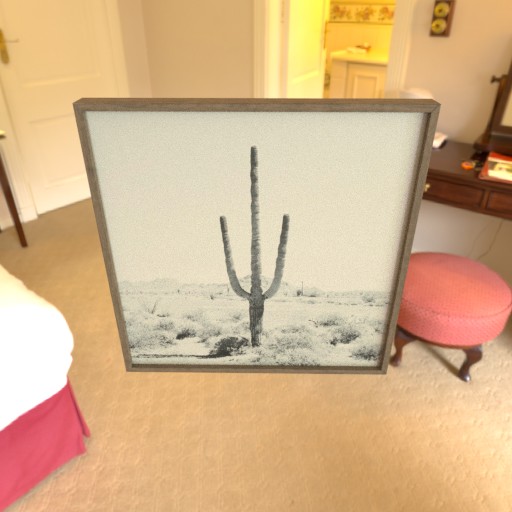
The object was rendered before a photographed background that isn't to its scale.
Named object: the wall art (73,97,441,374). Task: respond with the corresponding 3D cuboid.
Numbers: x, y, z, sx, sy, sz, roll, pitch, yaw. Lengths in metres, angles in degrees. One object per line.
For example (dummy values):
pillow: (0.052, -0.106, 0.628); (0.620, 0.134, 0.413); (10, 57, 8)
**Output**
wall art: (0.000, 0.000, 0.755); (0.508, 0.508, 0.038); (0, 30, 1)
